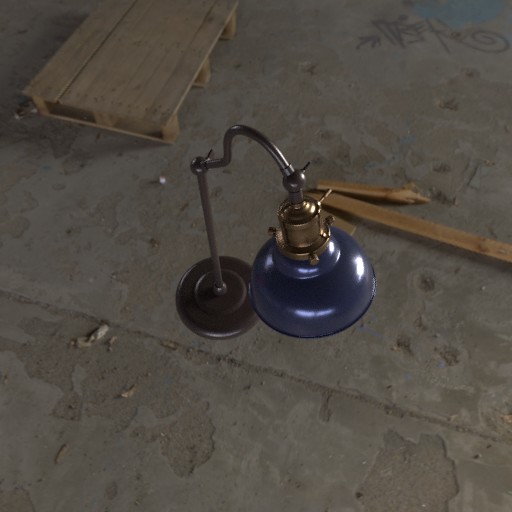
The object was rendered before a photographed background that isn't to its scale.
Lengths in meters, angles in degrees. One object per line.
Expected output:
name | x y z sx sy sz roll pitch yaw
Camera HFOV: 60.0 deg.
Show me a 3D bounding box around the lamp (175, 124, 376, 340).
lamp | 0.000 0.000 0.689 0.374 0.508 0.192 32 64 18
